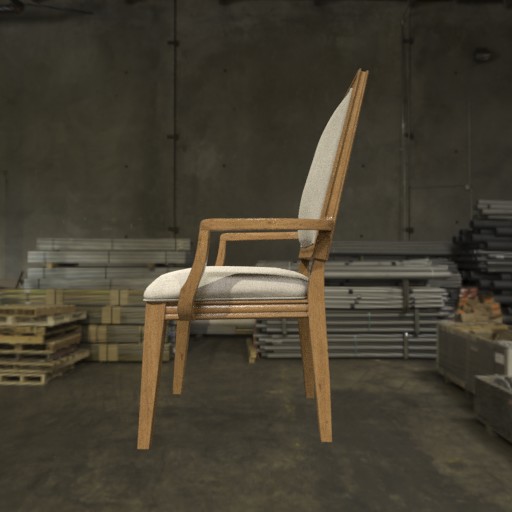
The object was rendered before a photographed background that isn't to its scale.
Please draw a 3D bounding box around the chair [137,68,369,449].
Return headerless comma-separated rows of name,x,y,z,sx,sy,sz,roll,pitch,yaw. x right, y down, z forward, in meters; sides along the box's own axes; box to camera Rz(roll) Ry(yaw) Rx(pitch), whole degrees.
chair,0.000,0.000,1.380,0.602,0.990,0.606,0,-1,0
